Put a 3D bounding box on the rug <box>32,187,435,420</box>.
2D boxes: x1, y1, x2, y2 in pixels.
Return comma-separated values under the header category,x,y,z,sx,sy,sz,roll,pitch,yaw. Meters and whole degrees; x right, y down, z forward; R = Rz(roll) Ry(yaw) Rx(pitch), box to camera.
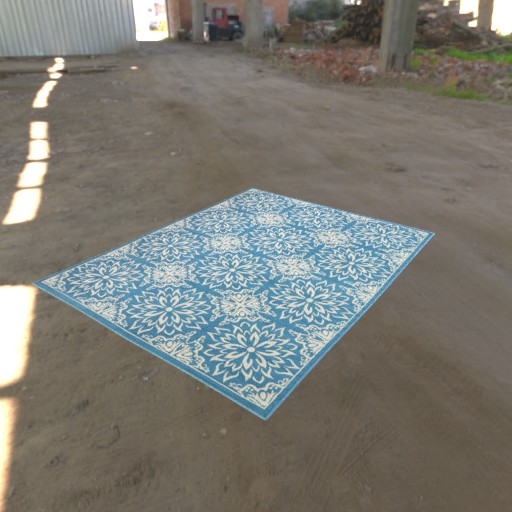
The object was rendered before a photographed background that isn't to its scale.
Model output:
category,x,y,z,sx,sy,sz,roll,pitch,yaw
rug,0.000,0.000,4.048,2.350,0.018,2.964,19,33,32
